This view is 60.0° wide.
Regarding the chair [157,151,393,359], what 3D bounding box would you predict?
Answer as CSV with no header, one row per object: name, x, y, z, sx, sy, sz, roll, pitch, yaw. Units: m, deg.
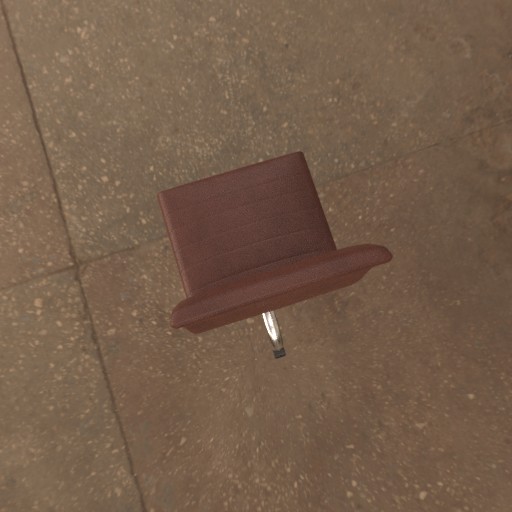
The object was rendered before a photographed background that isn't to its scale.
chair,0.000,0.000,1.138,0.556,0.780,0.530,-17,77,-4
